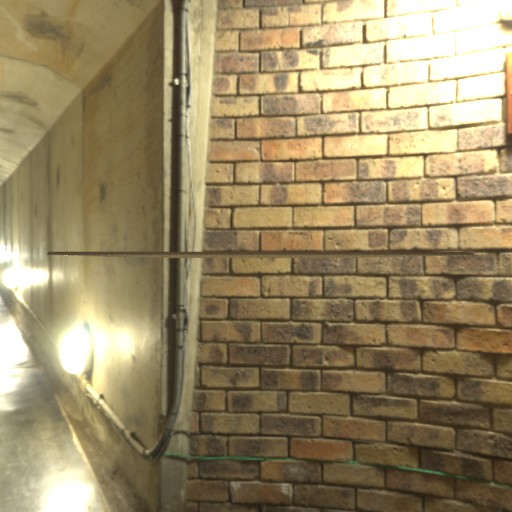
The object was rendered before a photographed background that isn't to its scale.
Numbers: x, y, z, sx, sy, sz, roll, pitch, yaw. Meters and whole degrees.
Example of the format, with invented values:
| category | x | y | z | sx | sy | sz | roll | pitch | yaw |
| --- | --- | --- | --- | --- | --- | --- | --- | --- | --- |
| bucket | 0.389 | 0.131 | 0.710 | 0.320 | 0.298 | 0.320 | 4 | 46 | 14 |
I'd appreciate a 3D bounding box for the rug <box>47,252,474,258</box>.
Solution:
| category | x | y | z | sx | sy | sz | roll | pitch | yaw |
| --- | --- | --- | --- | --- | --- | --- | --- | --- | --- |
| rug | 0.000 | 0.000 | 3.980 | 2.430 | 0.018 | 2.976 | 0 | -1 | -2 |
